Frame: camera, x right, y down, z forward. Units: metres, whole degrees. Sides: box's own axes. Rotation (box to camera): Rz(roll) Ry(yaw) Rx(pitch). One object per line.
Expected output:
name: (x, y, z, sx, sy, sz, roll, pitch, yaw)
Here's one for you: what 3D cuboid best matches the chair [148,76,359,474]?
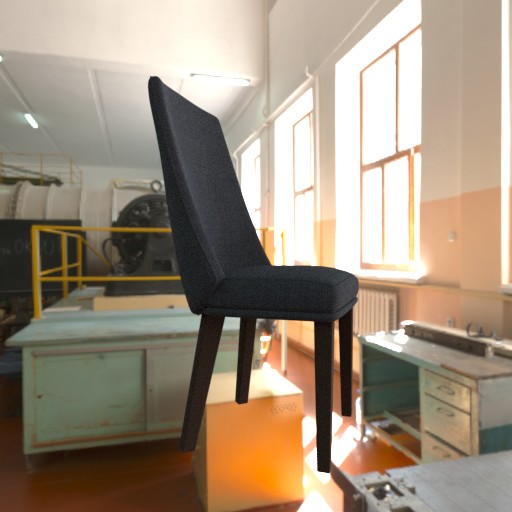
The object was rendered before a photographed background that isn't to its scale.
chair: (0.000, 0.000, 1.348, 0.577, 1.050, 0.510, 0, 0, 19)
